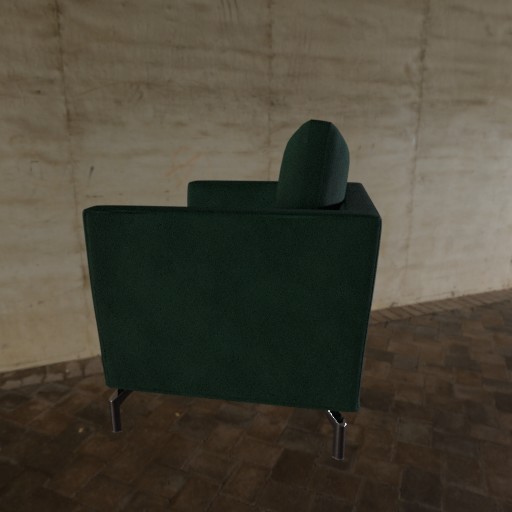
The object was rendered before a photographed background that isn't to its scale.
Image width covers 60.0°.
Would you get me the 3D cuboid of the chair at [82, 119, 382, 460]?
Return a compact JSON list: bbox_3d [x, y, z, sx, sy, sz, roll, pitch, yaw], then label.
[{"bbox_3d":[0.000,0.000,1.753,0.852,0.997,1.047,3,14,10],"label":"chair"}]
